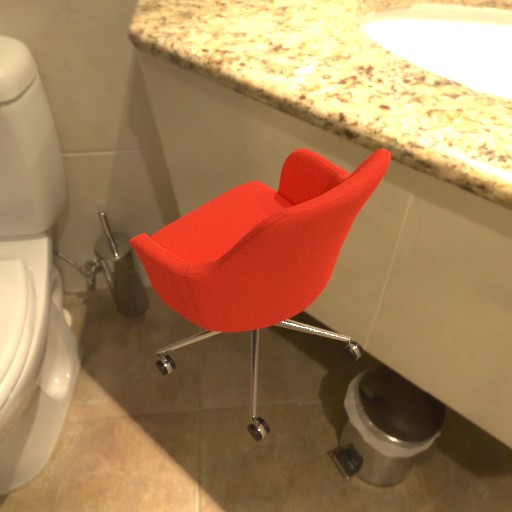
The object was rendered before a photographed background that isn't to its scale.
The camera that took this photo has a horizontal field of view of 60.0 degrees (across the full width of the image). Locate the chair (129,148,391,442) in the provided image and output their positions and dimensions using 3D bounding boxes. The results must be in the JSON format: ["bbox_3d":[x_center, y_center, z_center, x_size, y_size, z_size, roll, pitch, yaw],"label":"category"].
[{"bbox_3d":[0.000,0.000,1.240,0.655,0.820,0.600,-33,56,-26],"label":"chair"}]
